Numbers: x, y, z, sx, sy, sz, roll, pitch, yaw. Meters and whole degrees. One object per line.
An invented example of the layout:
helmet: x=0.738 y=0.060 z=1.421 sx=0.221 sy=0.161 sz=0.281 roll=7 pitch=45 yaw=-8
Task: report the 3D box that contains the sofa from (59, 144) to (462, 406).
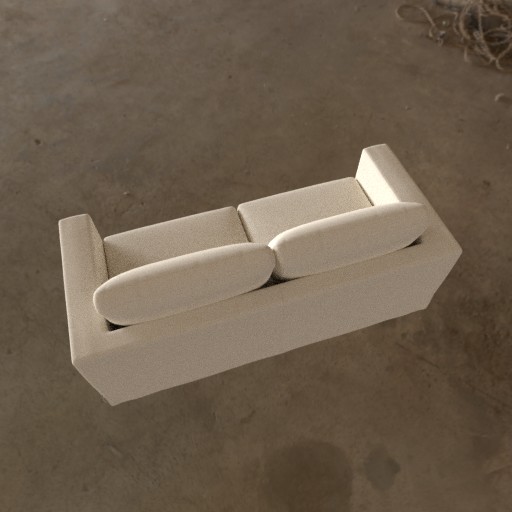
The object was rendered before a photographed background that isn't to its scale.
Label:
sofa: x=0.000 y=0.000 z=2.700 sx=2.163 sy=0.881 sz=0.954 roll=-15 pitch=57 yaw=-10
